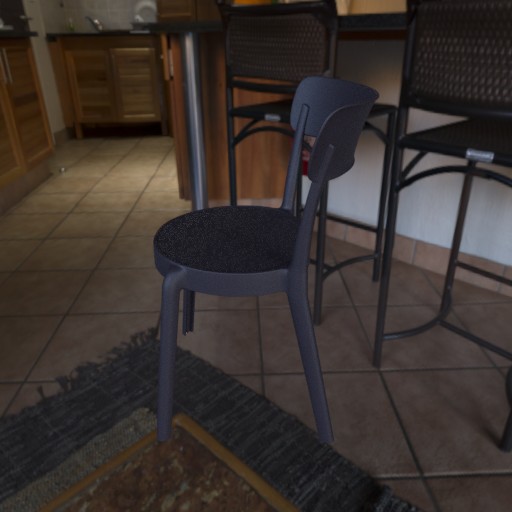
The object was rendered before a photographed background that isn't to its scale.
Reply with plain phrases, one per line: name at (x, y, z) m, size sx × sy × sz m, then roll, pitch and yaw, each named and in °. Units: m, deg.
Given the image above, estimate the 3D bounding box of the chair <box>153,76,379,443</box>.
chair at (0.000, 0.000, 1.100) m, size 0.491 × 0.790 × 0.506 m, roll 0°, pitch 27°, yaw 0°
